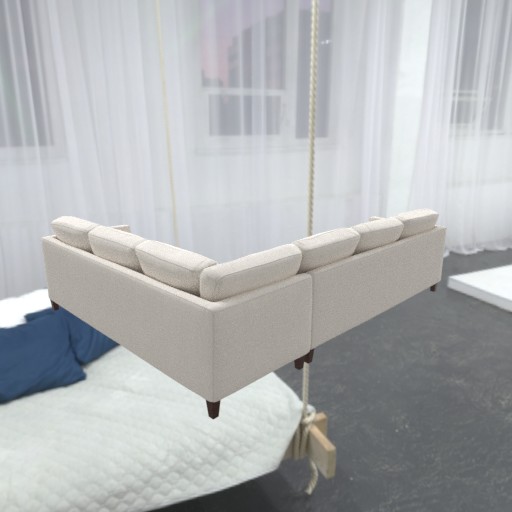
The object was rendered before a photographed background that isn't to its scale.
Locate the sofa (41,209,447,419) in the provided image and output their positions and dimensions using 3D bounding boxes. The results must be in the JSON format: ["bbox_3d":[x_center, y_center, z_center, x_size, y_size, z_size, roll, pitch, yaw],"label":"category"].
[{"bbox_3d":[0.000,0.000,4.526,2.593,0.947,3.302,15,22,43],"label":"sofa"}]
